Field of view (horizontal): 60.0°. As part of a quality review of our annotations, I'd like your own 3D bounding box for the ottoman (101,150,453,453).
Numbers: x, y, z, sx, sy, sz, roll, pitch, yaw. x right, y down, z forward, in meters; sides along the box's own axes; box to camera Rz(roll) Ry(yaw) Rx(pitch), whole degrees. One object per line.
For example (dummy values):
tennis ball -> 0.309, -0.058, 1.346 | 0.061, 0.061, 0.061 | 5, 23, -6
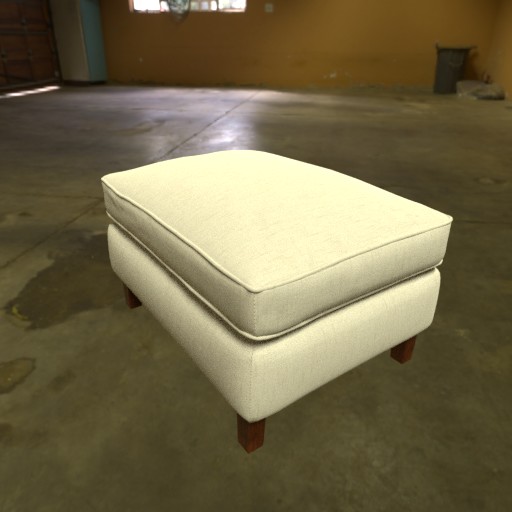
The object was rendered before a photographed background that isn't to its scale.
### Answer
ottoman -> 0.000, 0.000, 0.997 | 0.501, 0.406, 0.665 | -17, 31, -31
